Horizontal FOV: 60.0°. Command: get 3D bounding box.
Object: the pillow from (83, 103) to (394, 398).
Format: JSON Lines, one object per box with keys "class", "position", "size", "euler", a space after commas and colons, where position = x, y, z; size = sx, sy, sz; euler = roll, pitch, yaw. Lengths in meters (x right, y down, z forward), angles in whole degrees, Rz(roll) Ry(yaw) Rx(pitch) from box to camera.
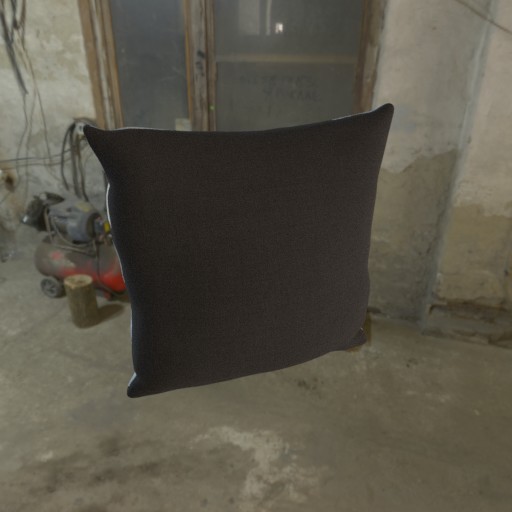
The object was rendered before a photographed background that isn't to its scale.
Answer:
{"class": "pillow", "position": [0.000, 0.000, 0.781], "size": [0.503, 0.496, 0.208], "euler": [-9, 28, -17]}
